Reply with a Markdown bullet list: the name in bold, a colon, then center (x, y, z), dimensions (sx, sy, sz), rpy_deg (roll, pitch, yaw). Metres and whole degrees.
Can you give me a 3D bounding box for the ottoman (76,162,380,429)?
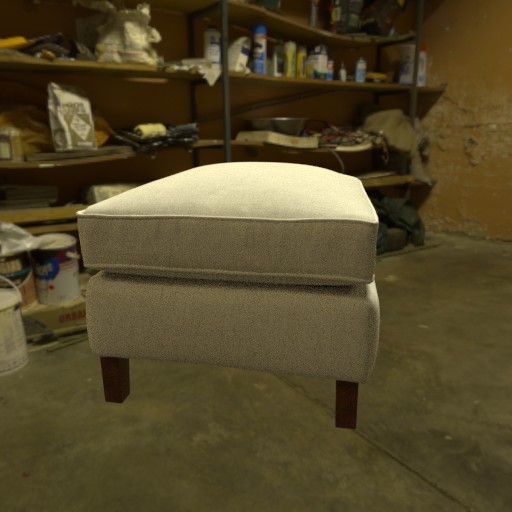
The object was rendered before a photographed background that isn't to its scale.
- **ottoman**: center (0.000, 0.000, 0.985), dimensions (0.501, 0.406, 0.665), rpy_deg (3, 15, 10)
